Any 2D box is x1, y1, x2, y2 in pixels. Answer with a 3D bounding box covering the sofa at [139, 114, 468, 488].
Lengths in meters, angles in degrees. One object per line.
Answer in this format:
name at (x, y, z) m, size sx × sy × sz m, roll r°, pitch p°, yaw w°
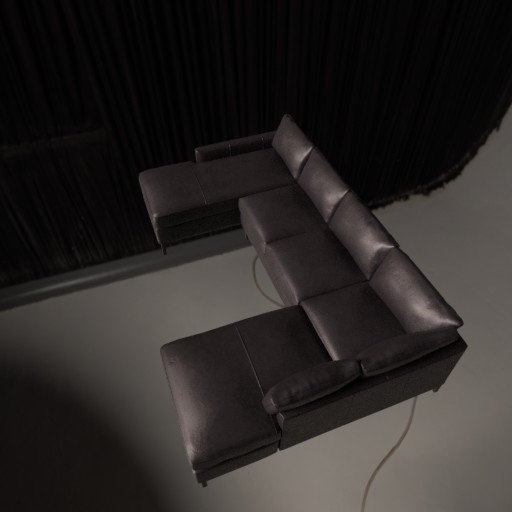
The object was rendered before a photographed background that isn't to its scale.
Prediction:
sofa at (0.000, 0.000, 3.765) m, size 1.939 × 0.900 × 2.956 m, roll -16°, pitch 49°, yaw -14°
